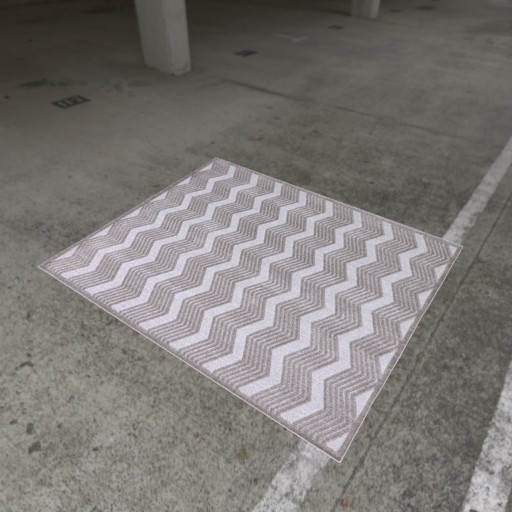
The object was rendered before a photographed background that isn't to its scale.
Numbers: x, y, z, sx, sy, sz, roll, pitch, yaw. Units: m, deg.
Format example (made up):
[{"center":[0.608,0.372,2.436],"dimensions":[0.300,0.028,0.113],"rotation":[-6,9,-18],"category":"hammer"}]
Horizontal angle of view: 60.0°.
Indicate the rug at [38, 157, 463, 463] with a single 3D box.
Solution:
[{"center":[0.000,0.000,3.883],"dimensions":[2.880,0.005,2.391],"rotation":[25,46,26],"category":"rug"}]
